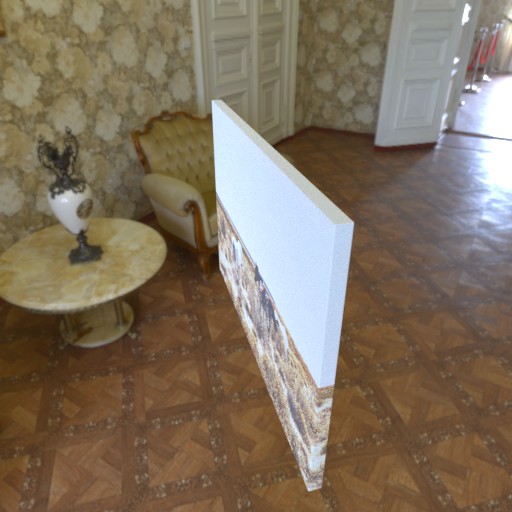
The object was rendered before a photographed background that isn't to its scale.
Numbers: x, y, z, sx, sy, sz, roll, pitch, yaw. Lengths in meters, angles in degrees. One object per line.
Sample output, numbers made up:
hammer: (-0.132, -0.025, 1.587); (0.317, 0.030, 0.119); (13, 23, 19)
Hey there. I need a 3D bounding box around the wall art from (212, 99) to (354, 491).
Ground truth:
wall art: (0.000, 0.000, 1.908); (0.051, 1.016, 1.520); (-8, 31, -13)
